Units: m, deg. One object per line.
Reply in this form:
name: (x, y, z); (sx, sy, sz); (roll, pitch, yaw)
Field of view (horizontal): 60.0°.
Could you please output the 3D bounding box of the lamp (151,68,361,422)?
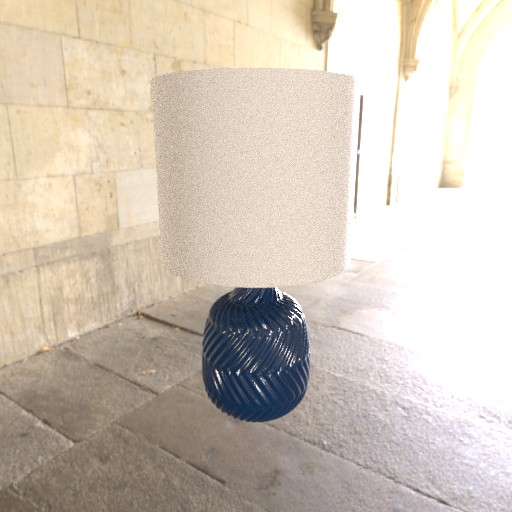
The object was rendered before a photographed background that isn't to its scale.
lamp: (0.000, 0.000, 0.486); (0.203, 0.368, 0.203); (-3, 15, -9)
